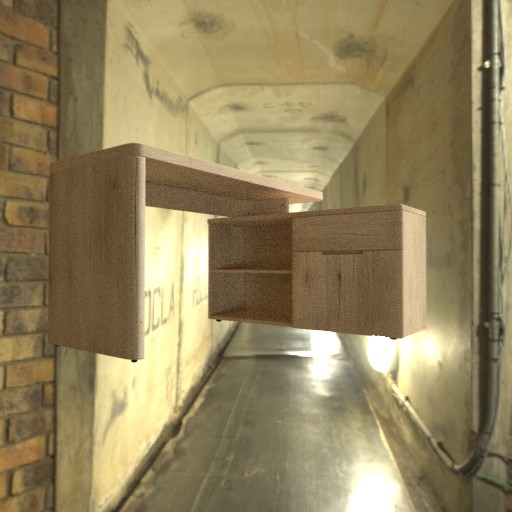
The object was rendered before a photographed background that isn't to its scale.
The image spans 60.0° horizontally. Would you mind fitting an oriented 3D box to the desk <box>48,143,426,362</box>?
[{"bbox_3d":[0.000,0.000,2.077,1.175,0.770,1.400,-1,-1,36],"label":"desk"}]
